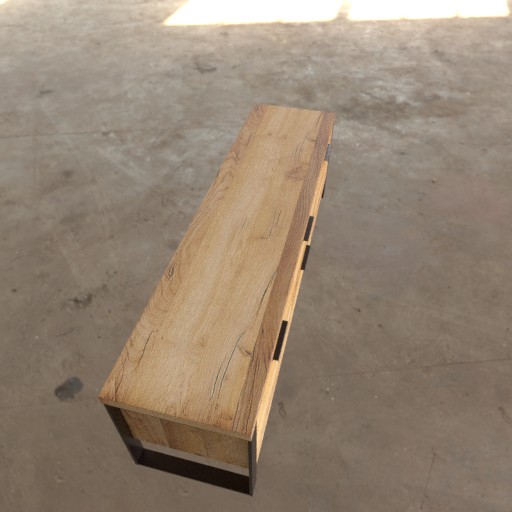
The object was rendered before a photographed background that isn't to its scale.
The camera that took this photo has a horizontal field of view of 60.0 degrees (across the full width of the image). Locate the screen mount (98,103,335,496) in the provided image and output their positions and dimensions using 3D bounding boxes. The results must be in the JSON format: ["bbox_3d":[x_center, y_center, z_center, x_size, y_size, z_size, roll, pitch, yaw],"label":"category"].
[{"bbox_3d":[0.000,0.000,1.701,0.395,0.450,1.524,10,47,10],"label":"screen mount"}]
